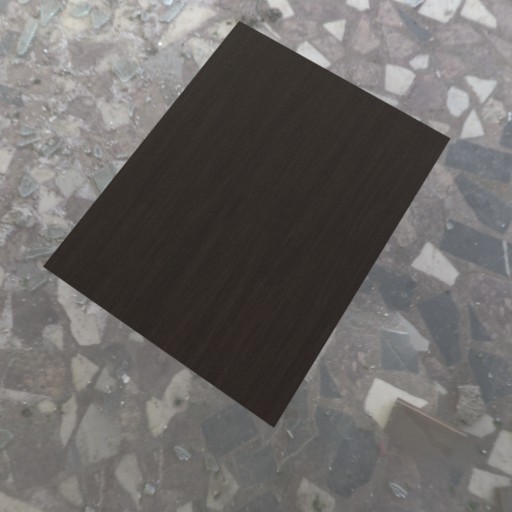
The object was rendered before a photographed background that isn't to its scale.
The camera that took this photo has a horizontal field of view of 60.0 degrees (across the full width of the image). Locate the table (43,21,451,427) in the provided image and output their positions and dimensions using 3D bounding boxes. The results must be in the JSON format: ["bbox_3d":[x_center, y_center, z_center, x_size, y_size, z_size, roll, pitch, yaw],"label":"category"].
[{"bbox_3d":[0.000,0.000,0.936,0.381,0.635,0.480,33,78,8],"label":"table"}]
